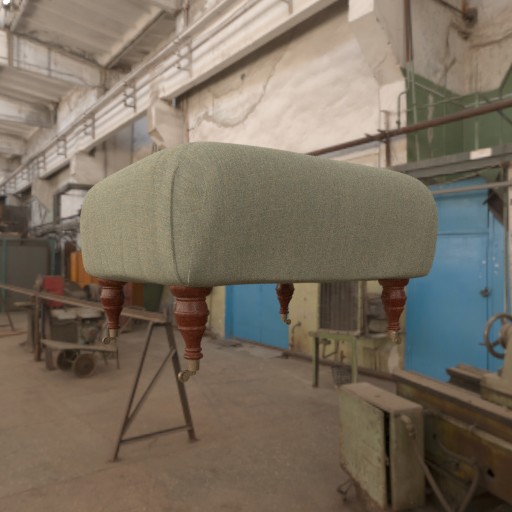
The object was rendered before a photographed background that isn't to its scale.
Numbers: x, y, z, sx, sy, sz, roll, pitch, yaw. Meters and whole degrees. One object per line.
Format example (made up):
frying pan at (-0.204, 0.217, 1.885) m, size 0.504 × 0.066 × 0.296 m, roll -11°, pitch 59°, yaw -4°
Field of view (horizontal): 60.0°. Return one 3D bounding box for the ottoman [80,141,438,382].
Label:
ottoman at (0.000, 0.000, 1.127) m, size 0.747 × 0.450 × 0.622 m, roll 1°, pitch -1°, yaw -36°
